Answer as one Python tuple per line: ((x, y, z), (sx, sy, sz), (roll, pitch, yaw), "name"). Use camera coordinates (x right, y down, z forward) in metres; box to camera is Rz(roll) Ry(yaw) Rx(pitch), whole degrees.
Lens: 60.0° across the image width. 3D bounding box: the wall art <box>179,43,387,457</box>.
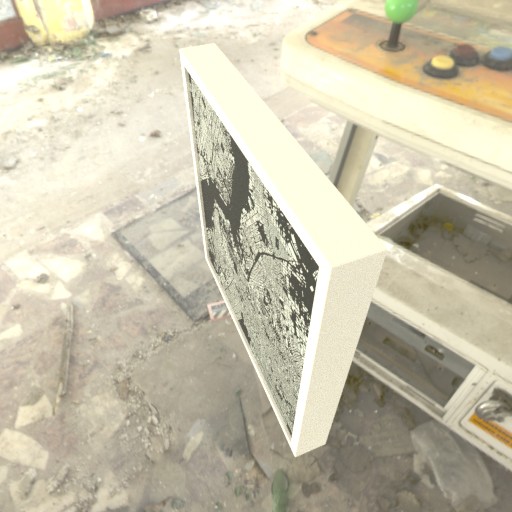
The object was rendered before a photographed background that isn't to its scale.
((0.000, 0.000, 0.454), (0.037, 0.305, 0.305), (-17, 50, -15), "wall art")
